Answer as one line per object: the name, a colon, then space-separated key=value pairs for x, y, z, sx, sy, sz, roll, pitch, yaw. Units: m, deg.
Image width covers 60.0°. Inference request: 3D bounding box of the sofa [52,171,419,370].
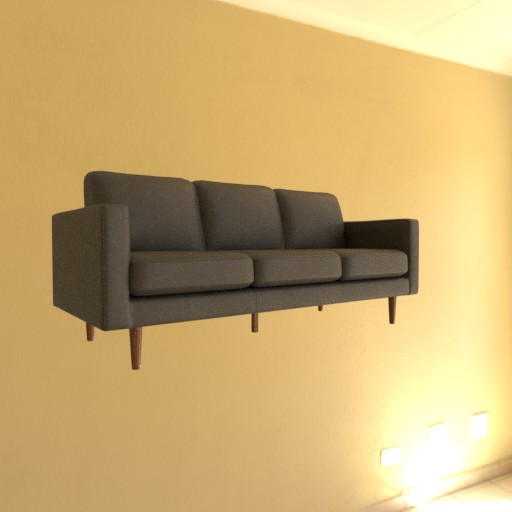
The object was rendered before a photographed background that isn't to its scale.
sofa: x=0.000 y=0.000 z=2.587 sx=2.029 sy=0.899 sz=0.879 roll=-1 pitch=2 yaw=-36
